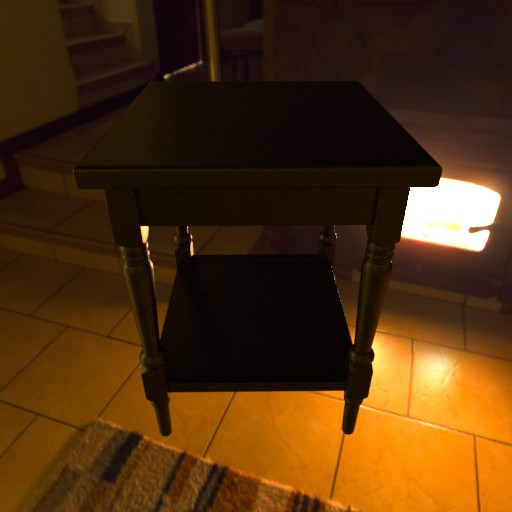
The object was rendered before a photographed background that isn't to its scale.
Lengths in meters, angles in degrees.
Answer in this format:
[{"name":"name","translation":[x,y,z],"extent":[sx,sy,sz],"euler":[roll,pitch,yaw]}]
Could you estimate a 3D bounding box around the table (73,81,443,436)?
[{"name":"table","translation":[0.000,0.000,0.883],"extent":[0.442,0.565,0.488],"euler":[0,33,-1]}]
